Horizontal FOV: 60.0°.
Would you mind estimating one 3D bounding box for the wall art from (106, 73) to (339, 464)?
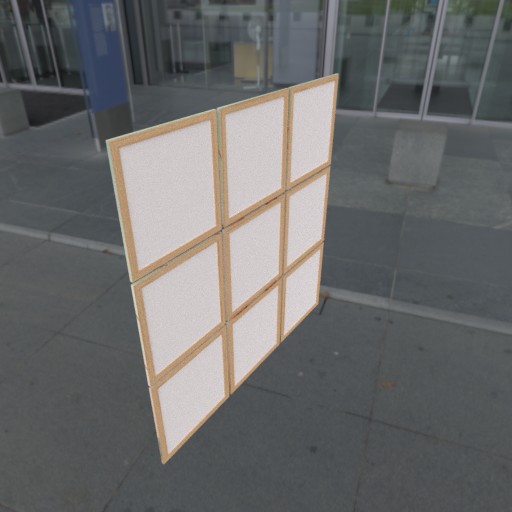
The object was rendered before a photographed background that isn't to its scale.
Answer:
[{"bbox_3d":[0.000,0.000,2.217,0.013,1.523,1.517,20,36,30],"label":"wall art"}]
